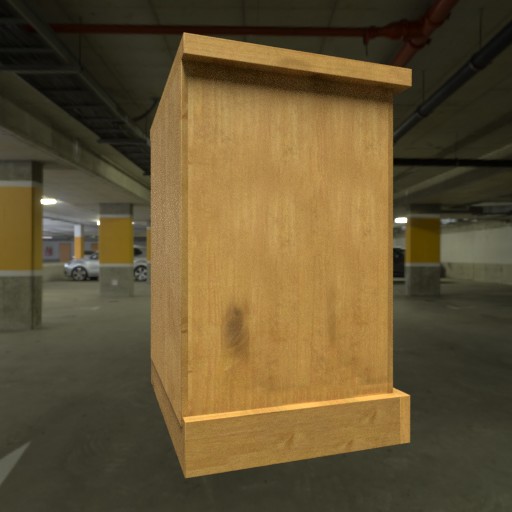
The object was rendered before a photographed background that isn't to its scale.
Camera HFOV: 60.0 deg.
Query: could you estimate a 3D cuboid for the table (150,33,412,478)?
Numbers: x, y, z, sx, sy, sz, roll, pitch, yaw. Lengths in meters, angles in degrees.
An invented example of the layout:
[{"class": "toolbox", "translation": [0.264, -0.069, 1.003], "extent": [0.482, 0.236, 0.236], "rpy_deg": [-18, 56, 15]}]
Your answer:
[{"class": "table", "translation": [0.000, 0.000, 1.198], "extent": [0.500, 0.813, 0.660], "rpy_deg": [0, 0, -19]}]
